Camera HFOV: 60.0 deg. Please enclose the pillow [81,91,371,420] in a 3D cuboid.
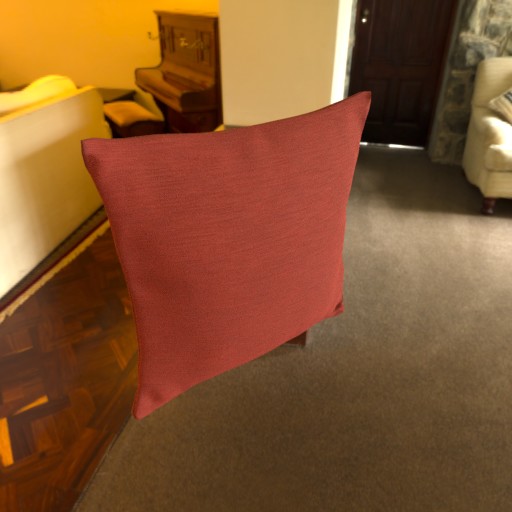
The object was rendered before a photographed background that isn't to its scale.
[{"bbox_3d":[0.000,0.000,0.651,0.435,0.416,0.151,-21,36,-31],"label":"pillow"}]
